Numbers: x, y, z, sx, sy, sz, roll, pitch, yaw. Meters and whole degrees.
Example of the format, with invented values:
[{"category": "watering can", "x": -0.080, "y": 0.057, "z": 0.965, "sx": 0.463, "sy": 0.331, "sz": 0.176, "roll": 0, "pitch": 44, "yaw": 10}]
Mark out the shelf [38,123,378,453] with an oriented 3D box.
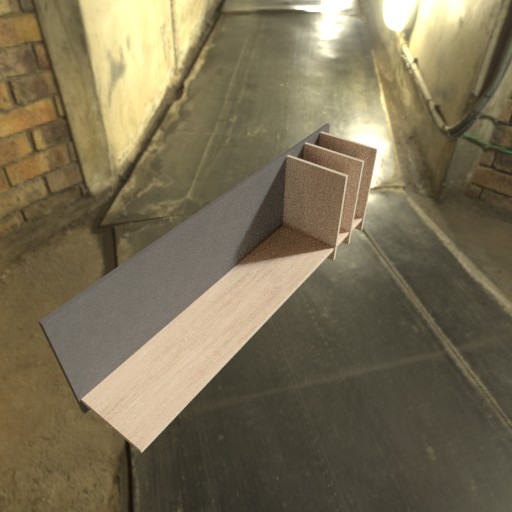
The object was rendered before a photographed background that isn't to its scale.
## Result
[{"category": "shelf", "x": 0.000, "y": 0.000, "z": 1.143, "sx": 0.200, "sy": 0.300, "sz": 1.020, "roll": 26, "pitch": 47, "yaw": 27}]
